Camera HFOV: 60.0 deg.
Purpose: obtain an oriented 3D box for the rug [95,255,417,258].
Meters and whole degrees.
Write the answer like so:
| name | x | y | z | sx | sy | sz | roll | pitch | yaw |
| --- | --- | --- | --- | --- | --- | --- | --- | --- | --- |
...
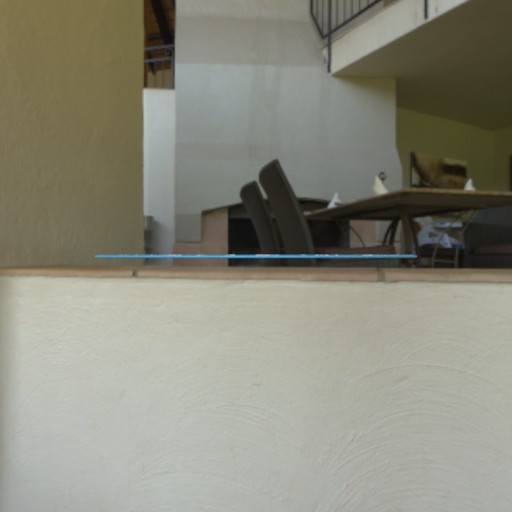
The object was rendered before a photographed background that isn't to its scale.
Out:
| name | x | y | z | sx | sy | sz | roll | pitch | yaw |
| --- | --- | --- | --- | --- | --- | --- | --- | --- | --- |
| rug | 0.000 | 0.000 | 2.331 | 1.593 | 0.012 | 1.593 | 0 | 0 | 0 |
